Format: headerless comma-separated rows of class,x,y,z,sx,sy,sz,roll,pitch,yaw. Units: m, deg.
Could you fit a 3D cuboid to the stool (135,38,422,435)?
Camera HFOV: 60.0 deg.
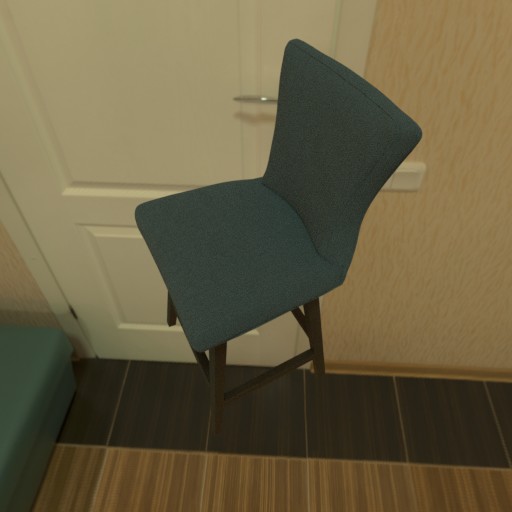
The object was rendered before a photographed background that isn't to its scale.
stool,0.000,0.000,1.313,0.574,1.000,0.514,-20,50,-17
